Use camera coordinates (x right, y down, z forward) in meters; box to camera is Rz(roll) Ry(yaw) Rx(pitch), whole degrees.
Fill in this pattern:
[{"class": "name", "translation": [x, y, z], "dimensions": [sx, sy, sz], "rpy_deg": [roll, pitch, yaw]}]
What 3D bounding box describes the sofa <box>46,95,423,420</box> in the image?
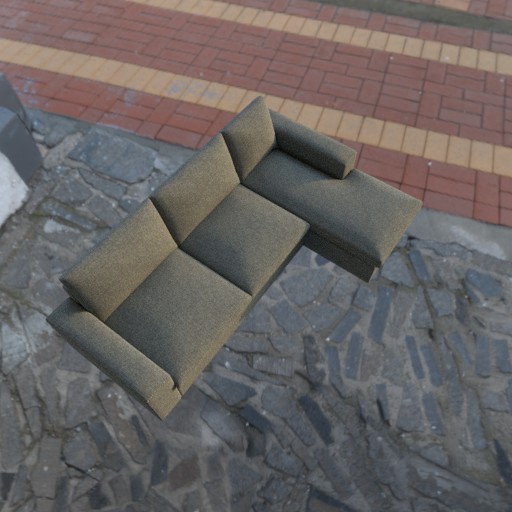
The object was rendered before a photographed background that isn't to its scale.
[{"class": "sofa", "translation": [0.000, 0.000, 3.526], "dimensions": [1.689, 0.940, 2.718], "rpy_deg": [32, 63, 18]}]
